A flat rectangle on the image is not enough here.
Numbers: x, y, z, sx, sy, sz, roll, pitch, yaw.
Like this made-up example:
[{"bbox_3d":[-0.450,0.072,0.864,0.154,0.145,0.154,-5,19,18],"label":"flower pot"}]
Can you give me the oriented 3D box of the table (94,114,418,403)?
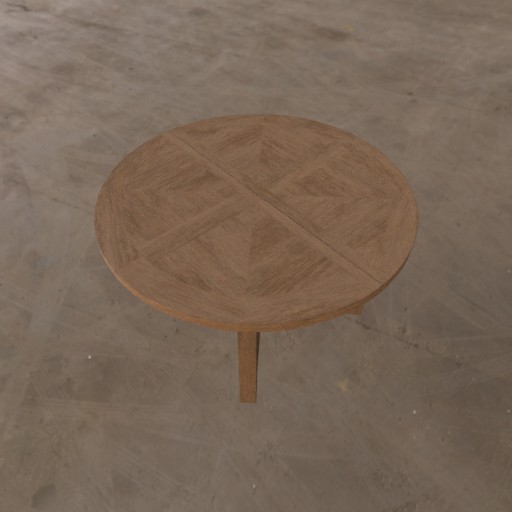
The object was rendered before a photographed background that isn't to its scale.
[{"bbox_3d":[0.000,0.000,2.133,1.319,0.762,1.319,0,47,0],"label":"table"}]
